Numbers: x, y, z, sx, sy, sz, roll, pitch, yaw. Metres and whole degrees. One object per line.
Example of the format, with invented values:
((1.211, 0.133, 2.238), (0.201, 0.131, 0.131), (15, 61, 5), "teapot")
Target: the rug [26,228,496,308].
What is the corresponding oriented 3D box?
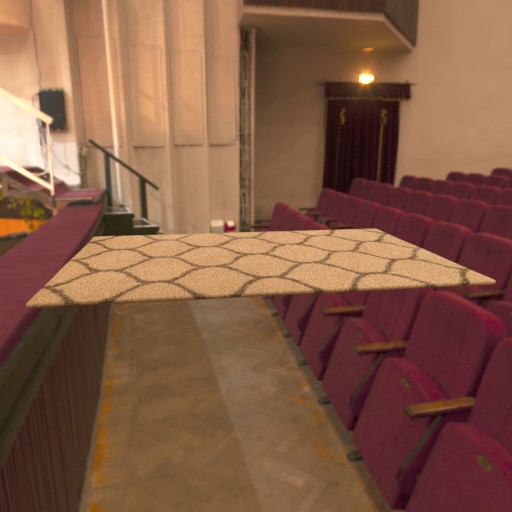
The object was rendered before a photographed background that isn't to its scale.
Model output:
((0.000, 0.000, 3.354), (2.701, 0.026, 1.801), (-2, 14, -8), "rug")
